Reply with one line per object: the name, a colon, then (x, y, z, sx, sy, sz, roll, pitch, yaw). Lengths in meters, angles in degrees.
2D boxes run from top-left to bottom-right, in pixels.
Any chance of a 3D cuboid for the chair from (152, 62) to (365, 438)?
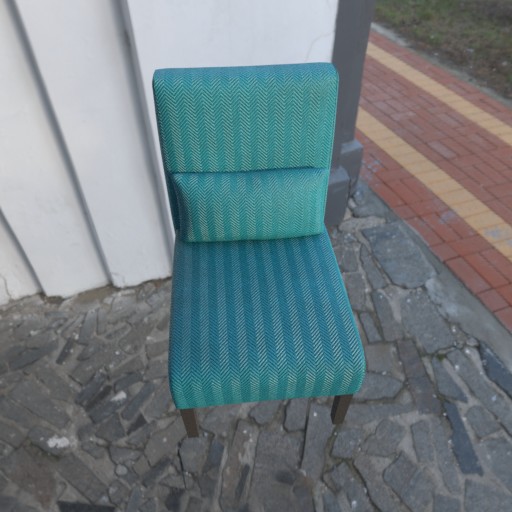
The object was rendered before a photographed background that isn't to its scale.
chair: (0.000, 0.000, 1.434, 0.579, 0.927, 0.808, -4, 46, -4)
